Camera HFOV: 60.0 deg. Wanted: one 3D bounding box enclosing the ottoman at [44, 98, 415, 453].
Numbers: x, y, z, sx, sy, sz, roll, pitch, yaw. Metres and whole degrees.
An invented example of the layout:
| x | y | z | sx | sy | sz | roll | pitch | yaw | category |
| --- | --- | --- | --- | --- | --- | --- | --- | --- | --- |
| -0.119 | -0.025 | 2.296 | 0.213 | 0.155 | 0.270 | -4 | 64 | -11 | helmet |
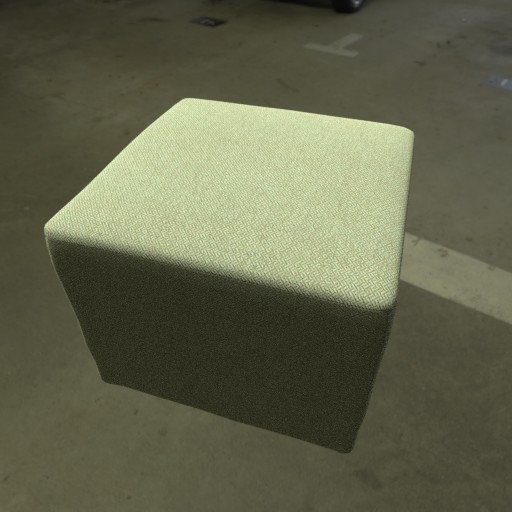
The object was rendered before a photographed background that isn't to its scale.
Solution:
| x | y | z | sx | sy | sz | roll | pitch | yaw | category |
| --- | --- | --- | --- | --- | --- | --- | --- | --- | --- |
| 0.000 | 0.000 | 0.890 | 0.521 | 0.453 | 0.512 | 12 | 43 | 13 | ottoman |
